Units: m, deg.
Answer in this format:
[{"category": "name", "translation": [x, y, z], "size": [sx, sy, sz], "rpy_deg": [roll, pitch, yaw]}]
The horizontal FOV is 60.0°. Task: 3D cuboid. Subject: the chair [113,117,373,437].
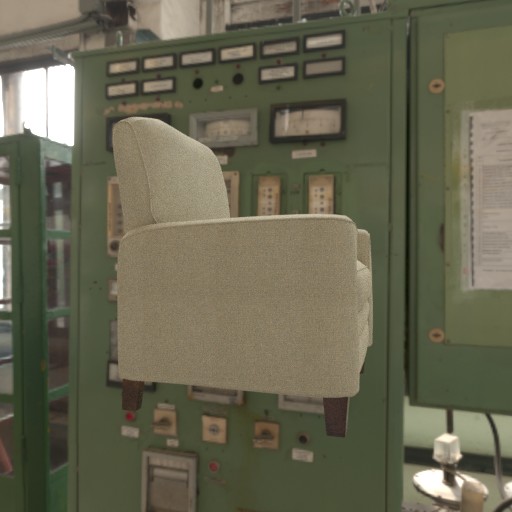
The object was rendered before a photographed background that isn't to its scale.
[{"category": "chair", "translation": [0.000, 0.000, 1.696], "size": [0.853, 1.006, 0.850], "rpy_deg": [0, 0, 18]}]
